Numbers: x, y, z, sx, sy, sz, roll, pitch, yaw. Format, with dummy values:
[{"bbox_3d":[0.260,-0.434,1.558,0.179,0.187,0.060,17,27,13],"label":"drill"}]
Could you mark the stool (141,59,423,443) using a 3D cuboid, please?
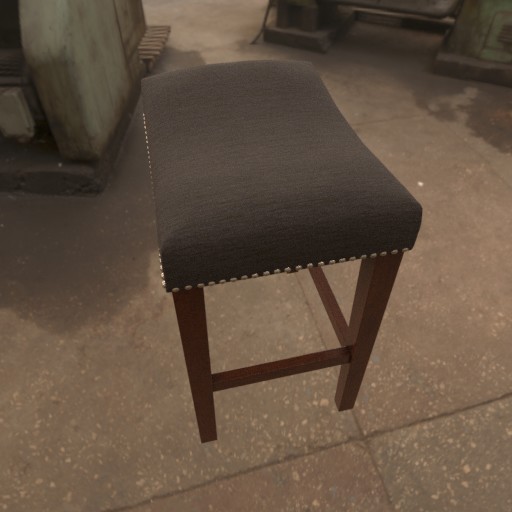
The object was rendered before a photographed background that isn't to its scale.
[{"bbox_3d":[0.000,0.000,0.954,0.372,0.654,0.504,-9,47,-9],"label":"stool"}]
